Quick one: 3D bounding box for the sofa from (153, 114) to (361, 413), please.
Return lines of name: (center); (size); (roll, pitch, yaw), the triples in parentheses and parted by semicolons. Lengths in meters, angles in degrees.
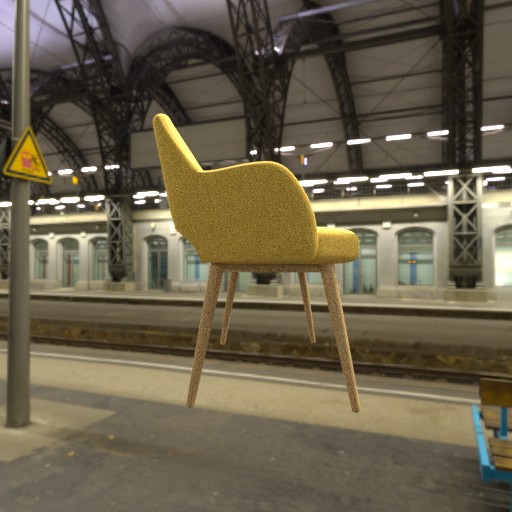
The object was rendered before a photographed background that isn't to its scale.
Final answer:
sofa: (0.000, 0.000, 1.680); (0.610, 0.840, 1.150); (0, -1, 1)
